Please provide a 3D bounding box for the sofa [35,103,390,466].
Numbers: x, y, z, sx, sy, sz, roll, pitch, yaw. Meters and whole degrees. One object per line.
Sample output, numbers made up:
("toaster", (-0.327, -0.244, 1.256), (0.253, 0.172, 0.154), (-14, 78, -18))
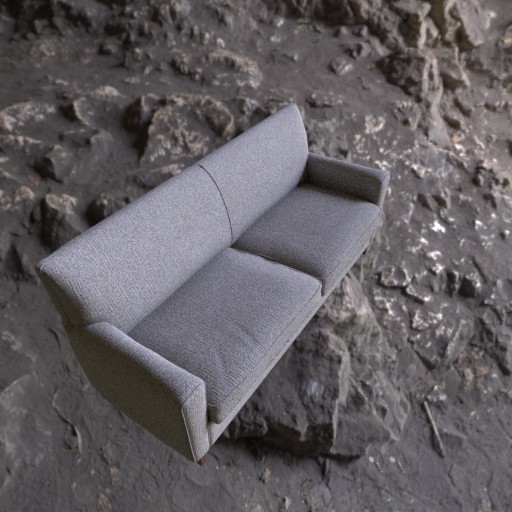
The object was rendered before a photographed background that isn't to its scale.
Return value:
("sofa", (0.000, 0.000, 2.511), (0.854, 0.942, 2.026), (24, 47, 25))
